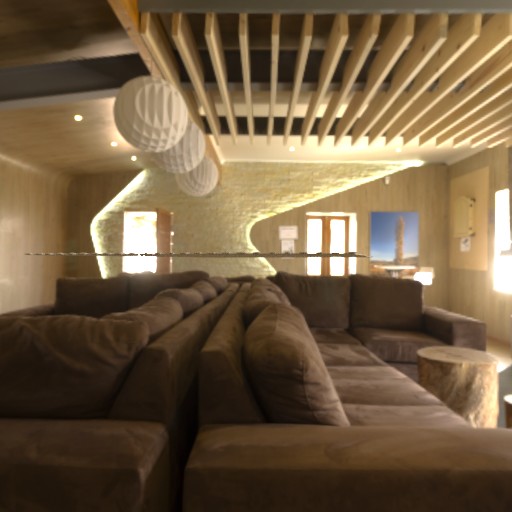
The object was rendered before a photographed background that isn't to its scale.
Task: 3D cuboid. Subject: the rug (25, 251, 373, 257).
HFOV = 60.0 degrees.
[{"bbox_3d":[0.000,0.000,2.483,1.222,0.009,2.084,0,-1,16],"label":"rug"}]
